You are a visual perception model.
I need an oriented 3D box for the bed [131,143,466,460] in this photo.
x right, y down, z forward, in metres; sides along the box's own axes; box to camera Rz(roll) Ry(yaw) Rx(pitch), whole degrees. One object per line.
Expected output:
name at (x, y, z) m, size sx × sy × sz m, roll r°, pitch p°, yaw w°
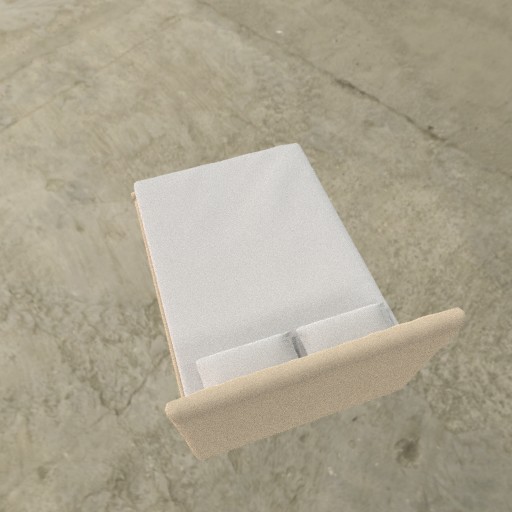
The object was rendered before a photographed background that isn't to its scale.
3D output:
bed at (0.000, 0.000, 3.466) m, size 1.698 × 1.427 × 2.387 m, roll -16°, pitch 60°, yaw -10°
